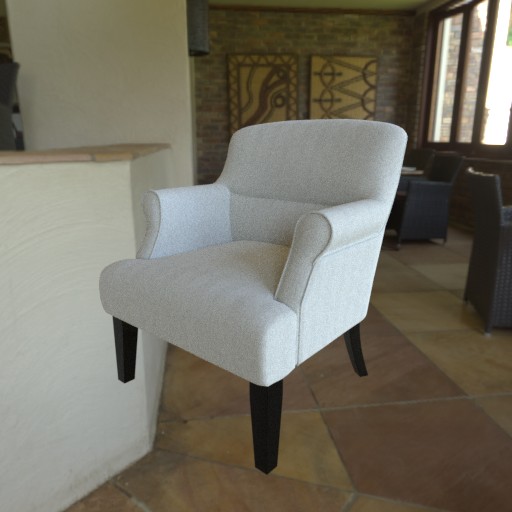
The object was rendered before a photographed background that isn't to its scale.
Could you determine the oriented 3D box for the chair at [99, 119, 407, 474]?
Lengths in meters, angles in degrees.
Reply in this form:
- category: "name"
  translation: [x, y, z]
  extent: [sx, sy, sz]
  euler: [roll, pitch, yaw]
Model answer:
- category: "chair"
  translation: [0.000, 0.000, 1.456]
  extent: [0.781, 0.875, 0.750]
  euler: [13, 20, 40]
